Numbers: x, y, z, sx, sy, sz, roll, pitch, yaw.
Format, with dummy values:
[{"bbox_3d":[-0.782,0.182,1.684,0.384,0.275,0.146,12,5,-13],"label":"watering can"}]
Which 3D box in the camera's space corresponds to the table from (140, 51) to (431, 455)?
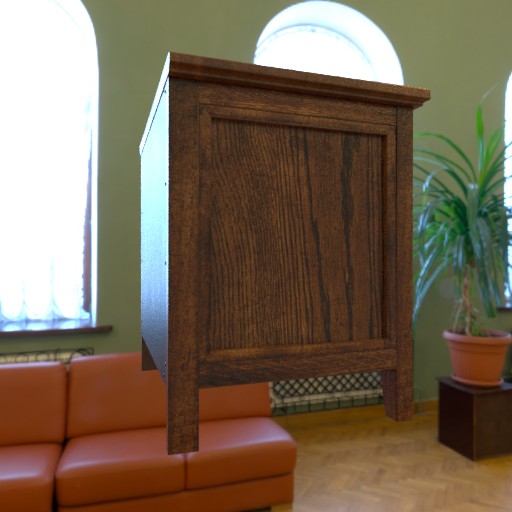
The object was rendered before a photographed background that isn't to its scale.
[{"bbox_3d":[0.000,0.000,0.989,0.461,0.597,0.586,0,0,-19],"label":"table"}]
